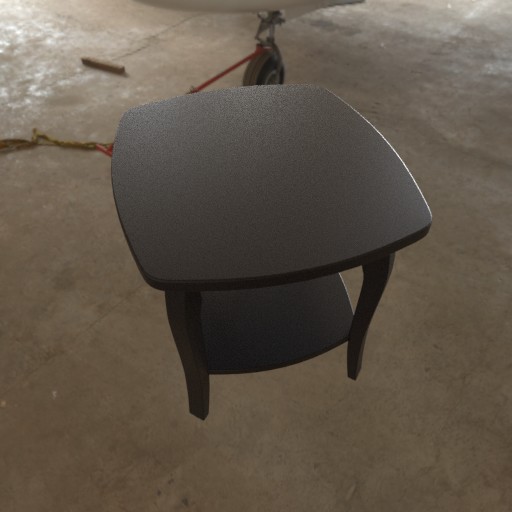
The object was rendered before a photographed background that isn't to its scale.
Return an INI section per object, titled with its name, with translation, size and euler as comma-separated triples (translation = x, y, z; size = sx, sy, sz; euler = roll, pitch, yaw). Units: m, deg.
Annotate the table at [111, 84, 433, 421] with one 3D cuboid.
[table]
translation = 0.000, 0.000, 0.879
size = 0.457, 0.457, 0.508
euler = -11, 47, -11
